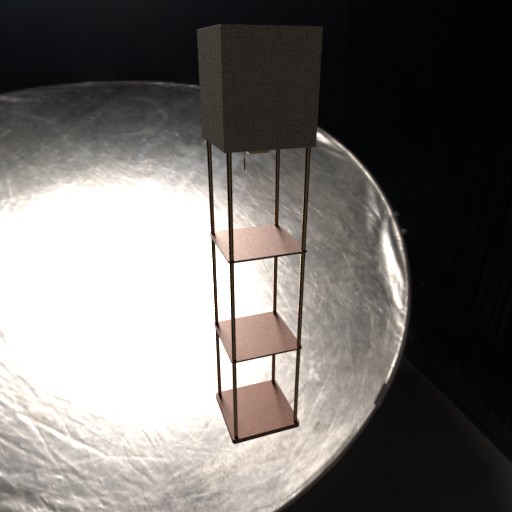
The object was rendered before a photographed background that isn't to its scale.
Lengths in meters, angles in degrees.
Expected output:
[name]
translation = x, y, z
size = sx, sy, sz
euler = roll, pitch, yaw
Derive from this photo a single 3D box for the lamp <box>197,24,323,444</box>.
[lamp]
translation = 0.000, 0.000, 1.713
size = 0.310, 1.569, 0.308
euler = -8, 26, -17
